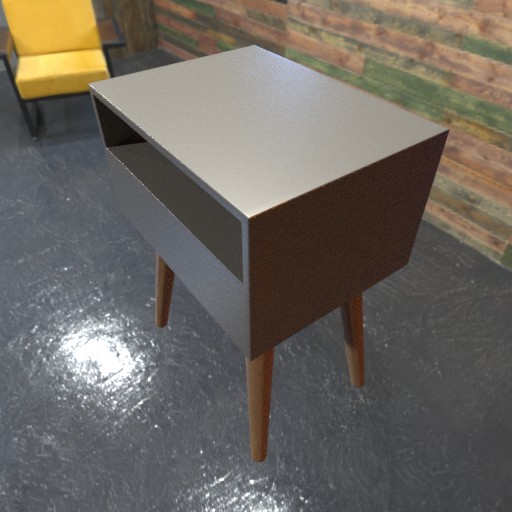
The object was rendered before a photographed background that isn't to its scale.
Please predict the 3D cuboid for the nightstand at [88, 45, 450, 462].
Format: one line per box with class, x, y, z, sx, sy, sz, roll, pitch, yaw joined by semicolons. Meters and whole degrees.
nightstand;0.000;0.000;0.716;0.288;0.508;0.370;-26;48;-26
